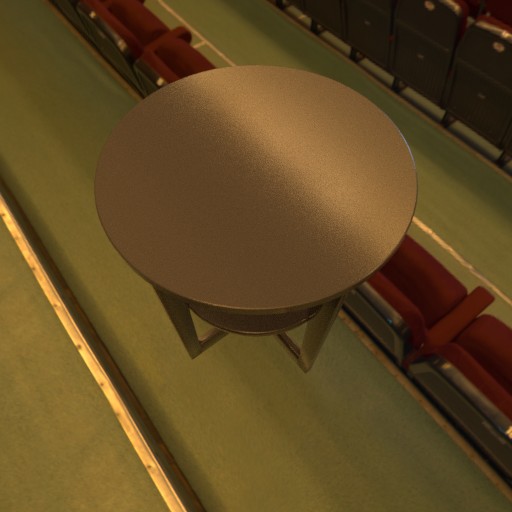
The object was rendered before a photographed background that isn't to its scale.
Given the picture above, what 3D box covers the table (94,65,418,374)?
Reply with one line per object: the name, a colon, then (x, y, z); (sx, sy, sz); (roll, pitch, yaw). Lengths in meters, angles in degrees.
table: (0.000, 0.000, 0.929); (0.500, 0.550, 0.500); (0, 58, 0)
